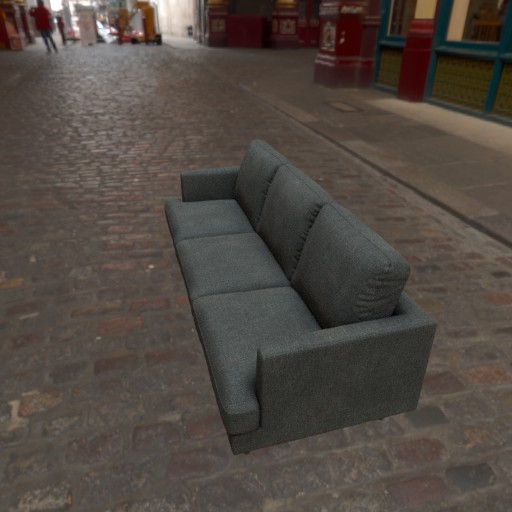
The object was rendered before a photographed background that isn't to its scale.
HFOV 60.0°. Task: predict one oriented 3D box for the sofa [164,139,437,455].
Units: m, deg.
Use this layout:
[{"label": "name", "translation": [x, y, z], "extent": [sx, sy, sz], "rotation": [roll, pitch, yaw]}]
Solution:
[{"label": "sofa", "translation": [0.000, 0.000, 2.708], "extent": [0.903, 0.930, 2.246], "rotation": [-8, 30, -14]}]
